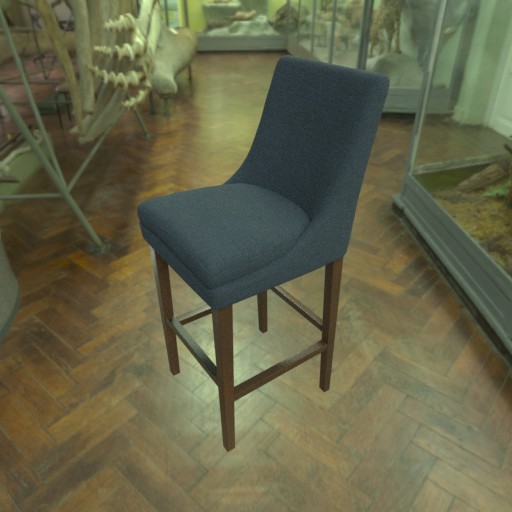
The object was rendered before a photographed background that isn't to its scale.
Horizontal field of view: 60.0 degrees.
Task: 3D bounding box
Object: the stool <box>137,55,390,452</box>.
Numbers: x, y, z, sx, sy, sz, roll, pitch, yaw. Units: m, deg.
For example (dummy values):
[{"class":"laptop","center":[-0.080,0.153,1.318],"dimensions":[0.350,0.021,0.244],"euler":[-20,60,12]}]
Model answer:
[{"class":"stool","center":[0.000,0.000,1.390],"dimensions":[0.577,1.078,0.470],"euler":[-20,38,-29]}]
